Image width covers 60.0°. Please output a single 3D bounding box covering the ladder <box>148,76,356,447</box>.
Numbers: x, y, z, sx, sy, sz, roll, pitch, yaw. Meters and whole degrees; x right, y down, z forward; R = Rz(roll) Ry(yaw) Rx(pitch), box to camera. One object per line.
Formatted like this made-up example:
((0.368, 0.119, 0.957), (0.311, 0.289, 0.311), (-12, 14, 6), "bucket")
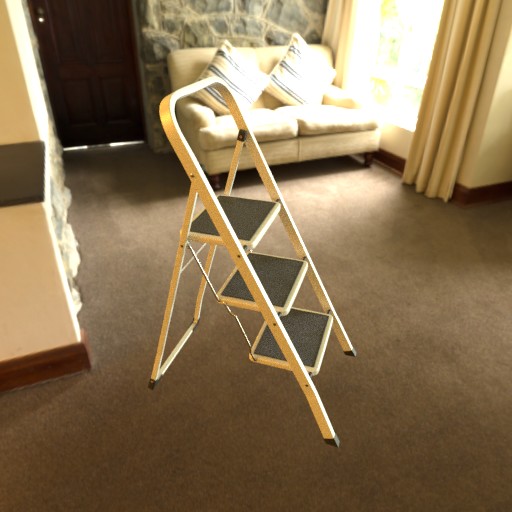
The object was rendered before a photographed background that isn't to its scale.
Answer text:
((0.000, 0.000, 1.445), (0.711, 1.050, 0.460), (10, 32, 16), "ladder")
